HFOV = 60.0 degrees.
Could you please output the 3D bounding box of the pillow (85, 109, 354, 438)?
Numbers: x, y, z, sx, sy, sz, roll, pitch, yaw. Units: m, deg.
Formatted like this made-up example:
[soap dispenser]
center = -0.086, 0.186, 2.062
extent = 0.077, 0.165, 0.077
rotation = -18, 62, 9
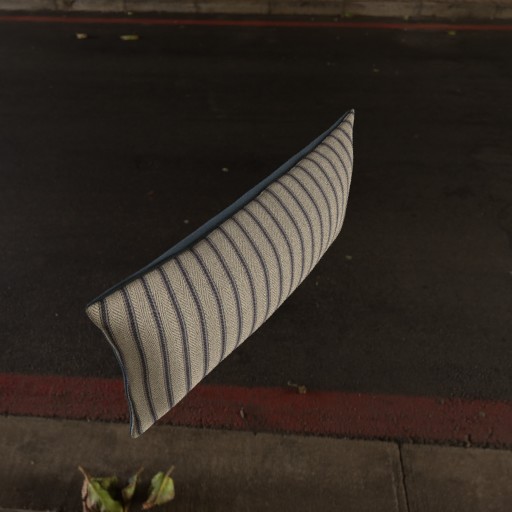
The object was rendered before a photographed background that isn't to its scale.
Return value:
[pillow]
center = 0.000, 0.000, 0.742
extent = 0.151, 0.305, 0.609
rotation = 26, 47, 27
